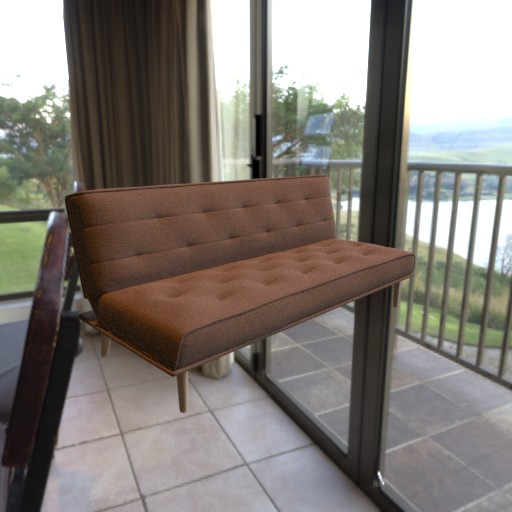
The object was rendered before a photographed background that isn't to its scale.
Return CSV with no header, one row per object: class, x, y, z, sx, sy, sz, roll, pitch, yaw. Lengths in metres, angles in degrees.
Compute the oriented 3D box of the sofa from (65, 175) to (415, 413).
sofa,0.000,0.000,2.469,1.820,0.810,1.038,-13,19,-43
